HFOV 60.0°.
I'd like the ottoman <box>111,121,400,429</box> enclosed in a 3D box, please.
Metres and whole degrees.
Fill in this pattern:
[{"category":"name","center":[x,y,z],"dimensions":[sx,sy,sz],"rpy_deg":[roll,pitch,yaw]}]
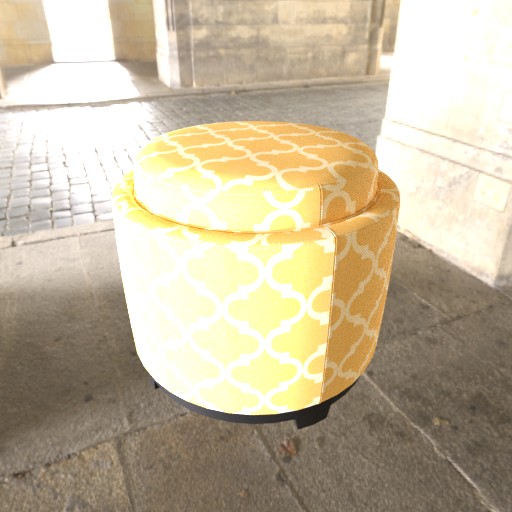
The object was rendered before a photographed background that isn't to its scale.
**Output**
[{"category":"ottoman","center":[0.000,0.000,0.821],"dimensions":[0.480,0.429,0.480],"rpy_deg":[0,29,0]}]
